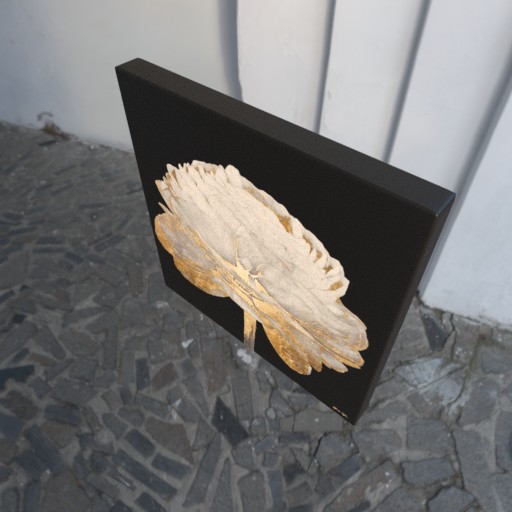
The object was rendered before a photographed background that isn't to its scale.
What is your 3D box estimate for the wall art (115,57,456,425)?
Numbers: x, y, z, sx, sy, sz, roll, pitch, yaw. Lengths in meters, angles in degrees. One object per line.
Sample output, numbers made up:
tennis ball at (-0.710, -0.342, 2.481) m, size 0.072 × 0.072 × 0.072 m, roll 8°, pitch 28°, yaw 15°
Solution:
wall art at (0.000, 0.000, 0.591) m, size 0.406 × 0.407 × 0.041 m, roll 32°, pitch 55°, yaw 26°
